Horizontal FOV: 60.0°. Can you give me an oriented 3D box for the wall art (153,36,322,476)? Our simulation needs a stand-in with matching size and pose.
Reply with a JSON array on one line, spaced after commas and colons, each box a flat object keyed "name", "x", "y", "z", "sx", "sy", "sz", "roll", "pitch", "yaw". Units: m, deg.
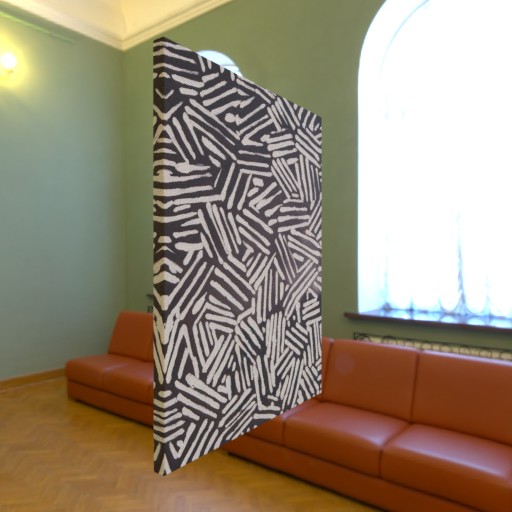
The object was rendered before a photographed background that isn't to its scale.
[{"name": "wall art", "x": 0.000, "y": 0.000, "z": 1.339, "sx": 0.038, "sy": 1.017, "sz": 0.765, "roll": 0, "pitch": 1, "yaw": 37}]
